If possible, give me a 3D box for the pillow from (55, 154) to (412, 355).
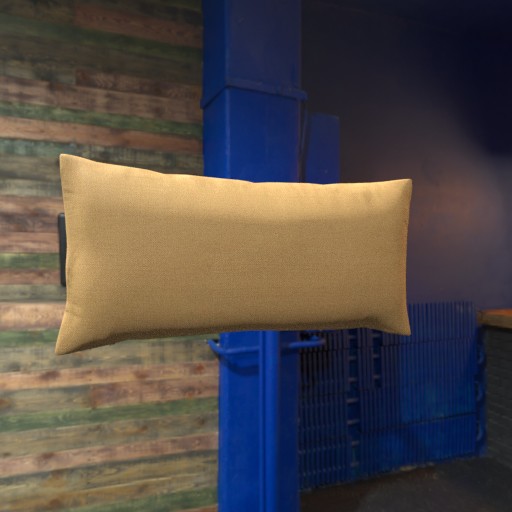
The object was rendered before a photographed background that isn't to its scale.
[{"bbox_3d":[0.000,0.000,0.735,0.608,0.291,0.151,0,-2,-18],"label":"pillow"}]
